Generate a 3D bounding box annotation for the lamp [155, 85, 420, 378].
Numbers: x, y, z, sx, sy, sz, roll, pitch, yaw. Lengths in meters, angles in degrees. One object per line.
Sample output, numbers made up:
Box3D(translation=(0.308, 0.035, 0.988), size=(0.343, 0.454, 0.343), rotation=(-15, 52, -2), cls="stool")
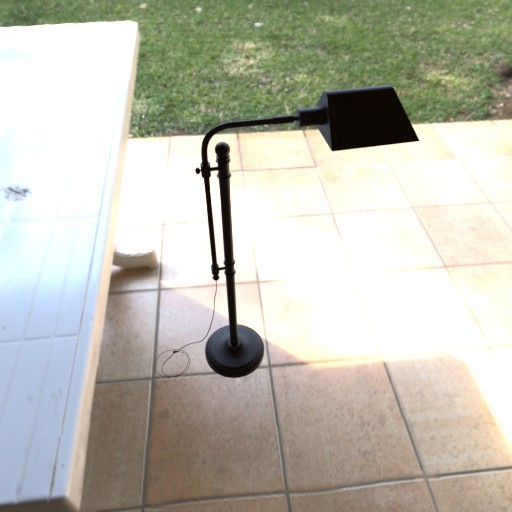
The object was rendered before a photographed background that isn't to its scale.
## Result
Box3D(translation=(0.000, 0.000, 0.955), size=(0.545, 0.708, 0.159), rotation=(-9, 46, -8), cls="lamp")
